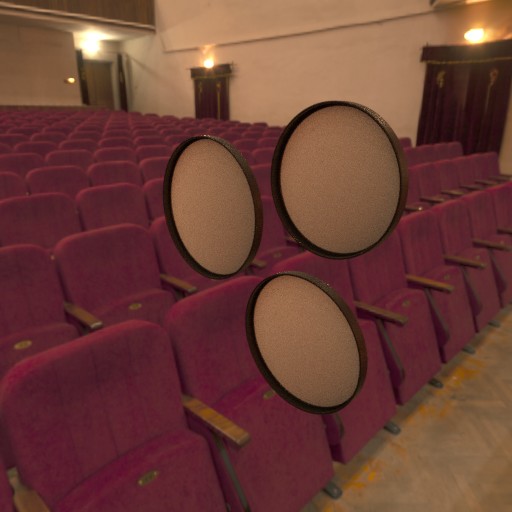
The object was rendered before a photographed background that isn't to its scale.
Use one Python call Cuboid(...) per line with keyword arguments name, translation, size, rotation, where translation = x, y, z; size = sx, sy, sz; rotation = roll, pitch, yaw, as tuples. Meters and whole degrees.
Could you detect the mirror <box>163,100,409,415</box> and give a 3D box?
Cuboid(name="mirror", translation=(0.000, 0.000, 3.204), size=(2.160, 2.096, 0.076), rotation=(16, 24, 41))
